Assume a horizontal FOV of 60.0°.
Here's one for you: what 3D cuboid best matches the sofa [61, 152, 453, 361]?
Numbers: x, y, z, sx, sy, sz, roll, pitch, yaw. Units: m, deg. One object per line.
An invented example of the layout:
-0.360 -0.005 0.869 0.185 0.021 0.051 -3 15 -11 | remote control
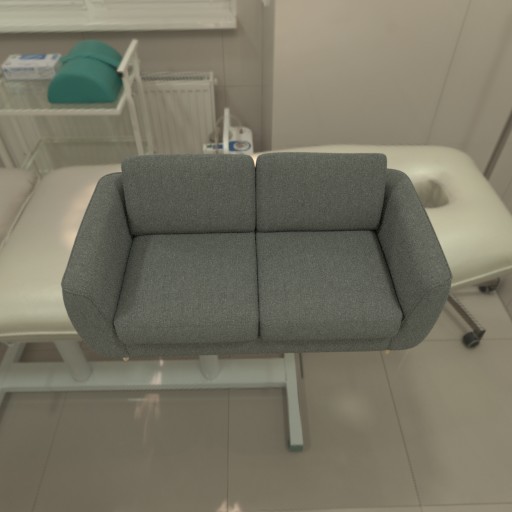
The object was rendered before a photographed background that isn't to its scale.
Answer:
0.000 0.000 2.278 1.700 0.870 0.920 -1 45 -1 | sofa
